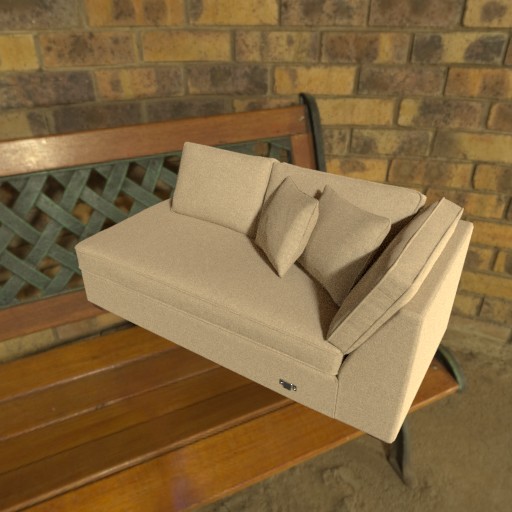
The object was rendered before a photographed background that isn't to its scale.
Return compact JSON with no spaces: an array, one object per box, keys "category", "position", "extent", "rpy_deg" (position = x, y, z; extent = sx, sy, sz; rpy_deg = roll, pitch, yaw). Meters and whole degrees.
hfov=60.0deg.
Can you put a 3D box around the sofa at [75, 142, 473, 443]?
[{"category":"sofa","position":[0.000,0.000,2.782],"extent":[2.237,1.033,1.110],"rpy_deg":[18,34,28]}]
